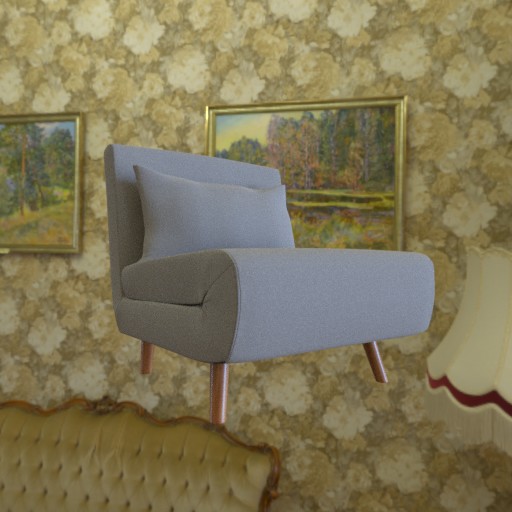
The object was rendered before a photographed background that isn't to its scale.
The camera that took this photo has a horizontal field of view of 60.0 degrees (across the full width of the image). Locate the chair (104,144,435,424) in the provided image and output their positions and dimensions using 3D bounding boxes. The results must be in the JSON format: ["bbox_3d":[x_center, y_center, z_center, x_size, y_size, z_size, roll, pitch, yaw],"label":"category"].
[{"bbox_3d":[0.000,0.000,1.486,0.770,0.808,0.902,0,-1,-36],"label":"chair"}]
